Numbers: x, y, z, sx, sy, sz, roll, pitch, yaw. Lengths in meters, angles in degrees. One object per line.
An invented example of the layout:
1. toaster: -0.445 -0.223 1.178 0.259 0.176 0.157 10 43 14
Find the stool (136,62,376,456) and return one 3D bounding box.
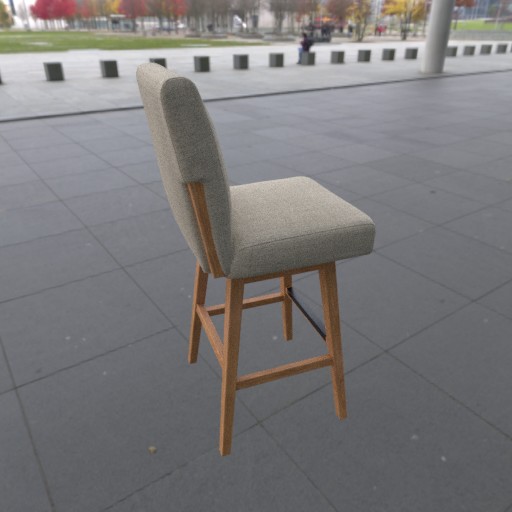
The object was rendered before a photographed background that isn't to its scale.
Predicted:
1. stool: 0.000 0.000 1.388 0.569 1.106 0.483 -10 29 -18
